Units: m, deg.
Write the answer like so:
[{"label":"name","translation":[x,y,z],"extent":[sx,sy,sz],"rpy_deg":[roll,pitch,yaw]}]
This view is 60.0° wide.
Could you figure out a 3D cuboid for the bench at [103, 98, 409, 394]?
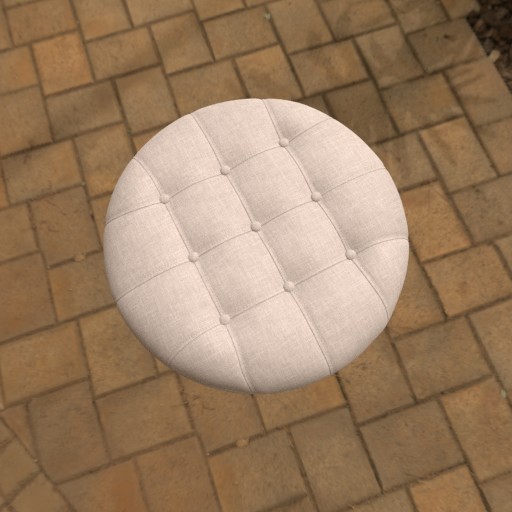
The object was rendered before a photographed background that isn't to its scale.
[{"label":"bench","translation":[0.000,0.000,1.021],"extent":[0.600,0.453,0.600],"rpy_deg":[0,75,0]}]
